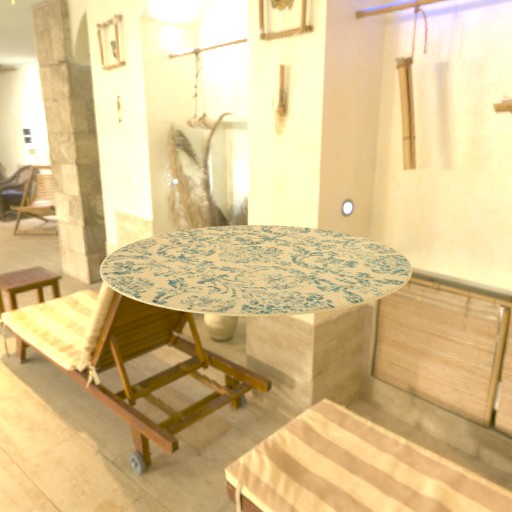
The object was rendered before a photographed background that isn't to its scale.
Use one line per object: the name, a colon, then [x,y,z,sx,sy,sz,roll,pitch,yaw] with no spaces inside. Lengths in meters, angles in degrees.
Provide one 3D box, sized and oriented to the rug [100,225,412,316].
rug: [0.000,0.000,2.384,1.593,0.012,1.593,0,16,0]
